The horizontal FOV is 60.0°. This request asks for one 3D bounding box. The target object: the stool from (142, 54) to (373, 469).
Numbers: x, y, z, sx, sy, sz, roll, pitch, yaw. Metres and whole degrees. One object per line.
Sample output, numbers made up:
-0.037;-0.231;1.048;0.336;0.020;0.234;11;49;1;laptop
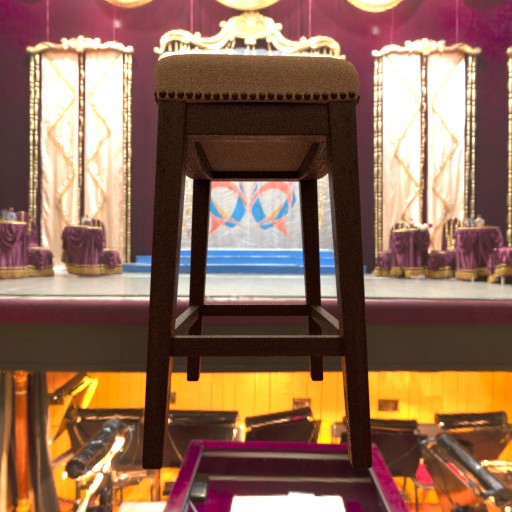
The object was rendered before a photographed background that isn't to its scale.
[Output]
0.000;0.000;0.948;0.363;0.669;0.509;0;0;-1;stool
